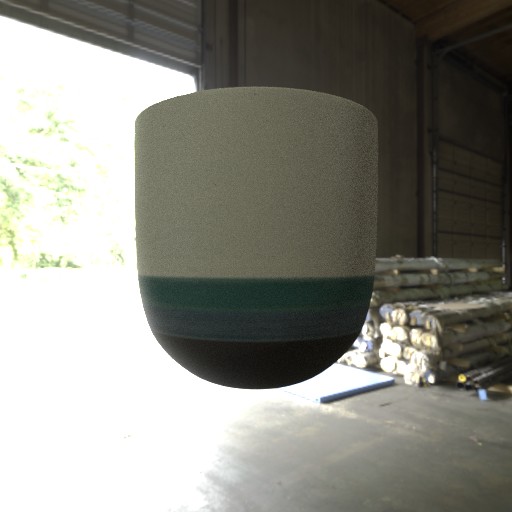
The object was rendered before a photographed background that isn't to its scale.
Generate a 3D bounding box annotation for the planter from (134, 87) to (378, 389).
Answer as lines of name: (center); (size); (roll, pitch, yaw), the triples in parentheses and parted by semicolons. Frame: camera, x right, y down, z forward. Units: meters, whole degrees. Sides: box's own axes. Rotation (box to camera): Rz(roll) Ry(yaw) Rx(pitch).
planter: (0.000, 0.000, 0.383); (0.204, 0.214, 0.204); (0, -1, 0)
